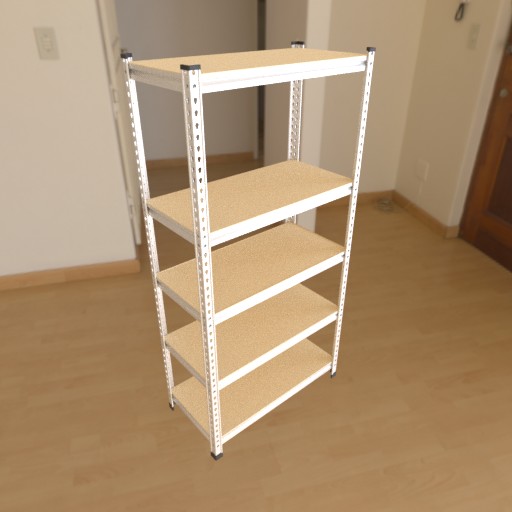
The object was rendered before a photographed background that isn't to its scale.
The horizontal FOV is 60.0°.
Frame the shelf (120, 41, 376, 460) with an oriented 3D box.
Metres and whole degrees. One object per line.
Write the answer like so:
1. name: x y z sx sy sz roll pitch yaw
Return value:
1. shelf: 0.000 0.000 2.166 0.914 1.829 0.457 -23 37 -34
